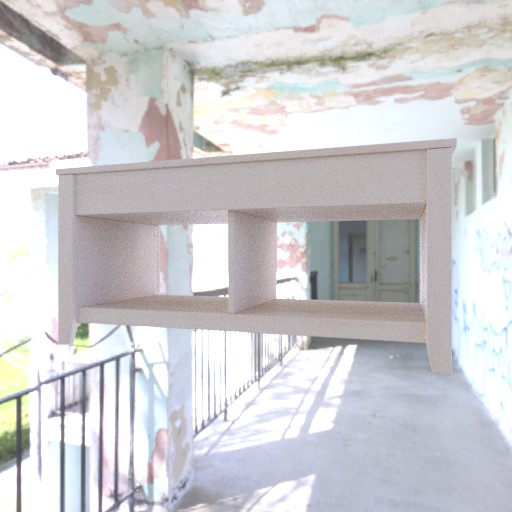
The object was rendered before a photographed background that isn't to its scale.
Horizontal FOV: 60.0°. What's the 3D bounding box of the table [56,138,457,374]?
[{"bbox_3d":[0.000,0.000,1.281,1.016,0.483,0.457,0,0,19],"label":"table"}]
